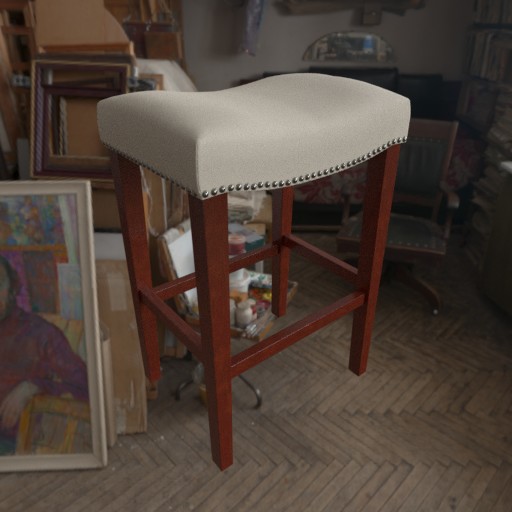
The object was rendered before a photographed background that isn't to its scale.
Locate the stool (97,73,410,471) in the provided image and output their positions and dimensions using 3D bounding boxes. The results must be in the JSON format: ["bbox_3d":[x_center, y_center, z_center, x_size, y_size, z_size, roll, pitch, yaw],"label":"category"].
[{"bbox_3d":[0.000,0.000,1.022,0.504,0.742,0.372,-22,36,-33],"label":"stool"}]
